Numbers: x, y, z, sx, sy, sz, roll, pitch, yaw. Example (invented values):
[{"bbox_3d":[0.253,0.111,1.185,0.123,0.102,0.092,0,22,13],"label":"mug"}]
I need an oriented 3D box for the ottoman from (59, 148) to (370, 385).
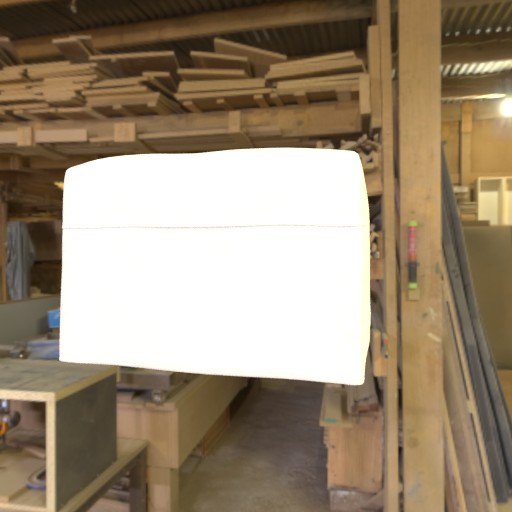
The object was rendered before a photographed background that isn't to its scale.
[{"bbox_3d":[0.000,0.000,1.182,0.590,0.444,0.872,0,0,15],"label":"ottoman"}]
